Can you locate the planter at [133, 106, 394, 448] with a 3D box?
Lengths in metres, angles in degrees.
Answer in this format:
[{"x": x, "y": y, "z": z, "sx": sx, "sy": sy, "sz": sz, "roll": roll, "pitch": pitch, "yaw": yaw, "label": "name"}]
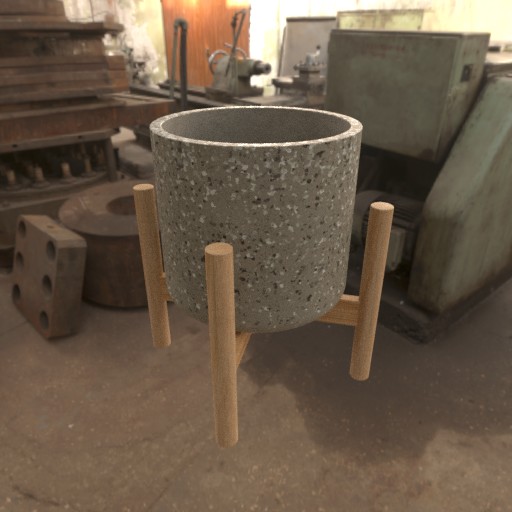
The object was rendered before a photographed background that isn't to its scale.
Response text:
[{"x": 0.000, "y": 0.000, "z": 0.545, "sx": 0.284, "sy": 0.320, "sz": 0.284, "roll": 18, "pitch": 32, "yaw": 31, "label": "planter"}]
